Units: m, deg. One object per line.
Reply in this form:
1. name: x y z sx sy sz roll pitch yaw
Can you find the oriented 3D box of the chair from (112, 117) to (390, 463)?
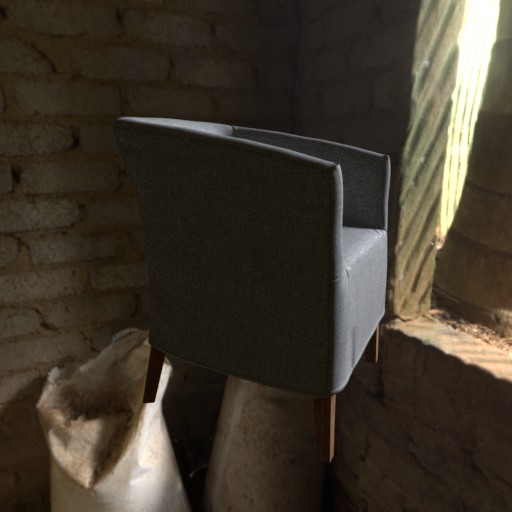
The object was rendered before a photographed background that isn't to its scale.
1. chair: 0.000 0.000 1.279 0.668 0.771 0.600 7 16 25
